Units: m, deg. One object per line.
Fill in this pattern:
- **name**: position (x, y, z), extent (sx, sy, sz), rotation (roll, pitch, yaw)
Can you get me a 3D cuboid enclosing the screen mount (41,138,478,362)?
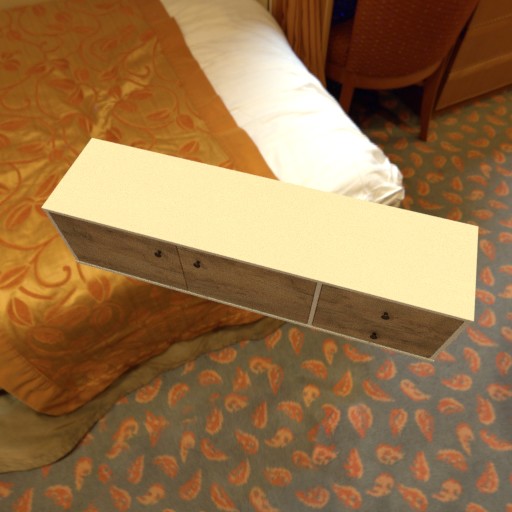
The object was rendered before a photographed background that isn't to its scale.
- **screen mount**: position (0.000, 0.000, 1.885), extent (1.600, 0.520, 0.418), rotation (15, 59, 9)
